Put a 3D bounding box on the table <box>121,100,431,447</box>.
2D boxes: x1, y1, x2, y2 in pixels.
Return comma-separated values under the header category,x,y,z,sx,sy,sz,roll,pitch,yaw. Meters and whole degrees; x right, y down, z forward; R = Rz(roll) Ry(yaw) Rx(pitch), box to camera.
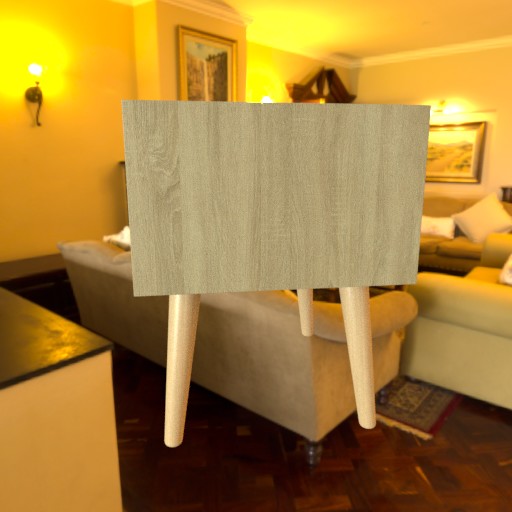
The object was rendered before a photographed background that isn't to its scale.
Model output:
category,x,y,z,sx,sy,sz,roll,pitch,yaw
table,0.000,0.000,0.788,0.370,0.470,0.450,-2,13,-8
